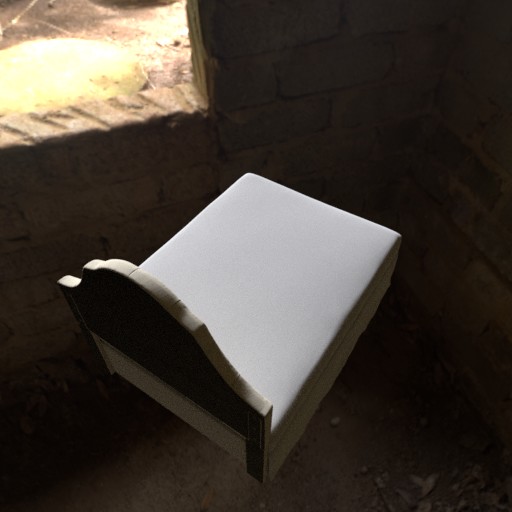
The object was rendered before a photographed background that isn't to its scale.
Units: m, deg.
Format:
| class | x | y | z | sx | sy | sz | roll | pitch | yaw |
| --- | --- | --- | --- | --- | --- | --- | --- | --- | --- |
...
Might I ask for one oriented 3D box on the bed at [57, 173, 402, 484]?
| class | x | y | z | sx | sy | sz | roll | pitch | yaw |
| --- | --- | --- | --- | --- | --- | --- | --- | --- | --- |
| bed | 0.000 | 0.000 | 3.177 | 1.627 | 1.575 | 2.092 | 26 | 52 | 22 |
